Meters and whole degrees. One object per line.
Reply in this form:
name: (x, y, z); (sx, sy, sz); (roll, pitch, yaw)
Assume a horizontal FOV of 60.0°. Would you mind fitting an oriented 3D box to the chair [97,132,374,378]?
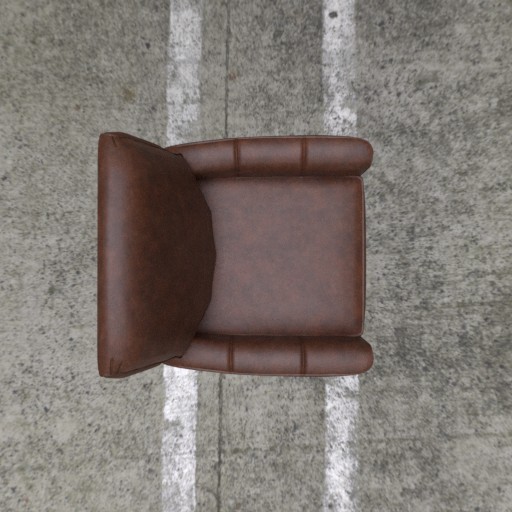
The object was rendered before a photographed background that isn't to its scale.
chair: (0.000, 0.000, 1.628); (0.850, 1.010, 0.839); (0, 90, 1)
